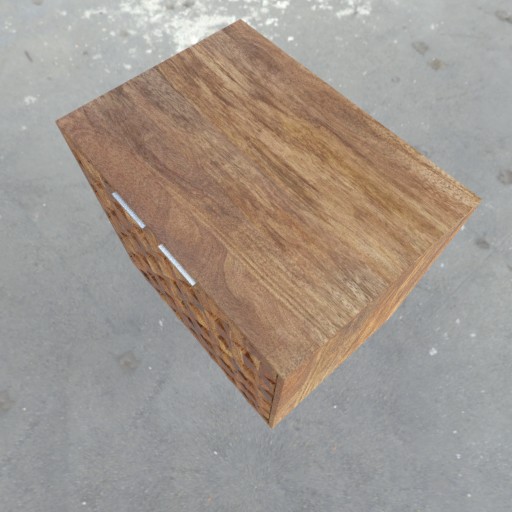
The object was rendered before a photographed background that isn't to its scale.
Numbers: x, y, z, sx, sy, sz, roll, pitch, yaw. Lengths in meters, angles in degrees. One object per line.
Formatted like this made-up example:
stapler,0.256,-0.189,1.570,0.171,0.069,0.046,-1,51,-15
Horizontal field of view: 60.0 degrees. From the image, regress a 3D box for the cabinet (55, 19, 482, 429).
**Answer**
cabinet,0.000,0.000,1.139,0.473,0.758,0.647,-38,69,-18
